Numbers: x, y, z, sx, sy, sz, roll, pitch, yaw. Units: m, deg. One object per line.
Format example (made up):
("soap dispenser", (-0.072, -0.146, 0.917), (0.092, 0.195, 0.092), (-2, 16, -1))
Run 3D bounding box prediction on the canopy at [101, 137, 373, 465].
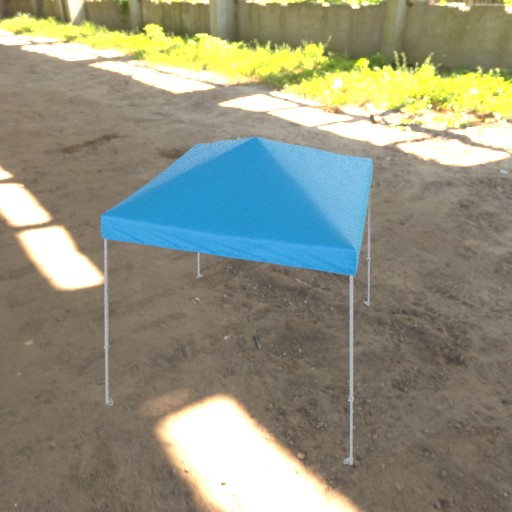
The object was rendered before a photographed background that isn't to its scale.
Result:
("canopy", (0.000, 0.000, 6.671), (3.599, 3.600, 3.600), (8, 32, 14))
